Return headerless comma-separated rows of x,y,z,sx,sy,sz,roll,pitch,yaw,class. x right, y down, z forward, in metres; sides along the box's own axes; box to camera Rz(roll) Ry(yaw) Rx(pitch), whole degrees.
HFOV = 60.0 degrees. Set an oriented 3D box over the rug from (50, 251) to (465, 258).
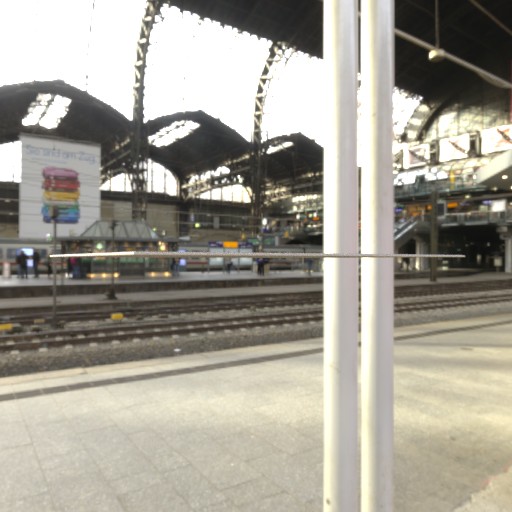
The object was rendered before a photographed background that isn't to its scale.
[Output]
0.000,0.000,2.913,2.213,0.014,1.608,0,-1,-35,rug
